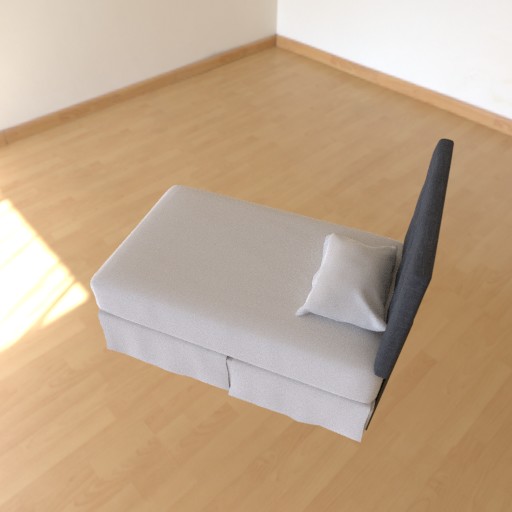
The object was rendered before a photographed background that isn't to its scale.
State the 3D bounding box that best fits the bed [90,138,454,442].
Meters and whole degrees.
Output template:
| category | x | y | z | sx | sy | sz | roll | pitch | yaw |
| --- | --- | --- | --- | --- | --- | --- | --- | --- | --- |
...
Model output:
| category | x | y | z | sx | sy | sz | roll | pitch | yaw |
| --- | --- | --- | --- | --- | --- | --- | --- | --- | --- |
| bed | 0.000 | 0.000 | 2.952 | 1.997 | 1.571 | 1.261 | 16 | 48 | 15 |
